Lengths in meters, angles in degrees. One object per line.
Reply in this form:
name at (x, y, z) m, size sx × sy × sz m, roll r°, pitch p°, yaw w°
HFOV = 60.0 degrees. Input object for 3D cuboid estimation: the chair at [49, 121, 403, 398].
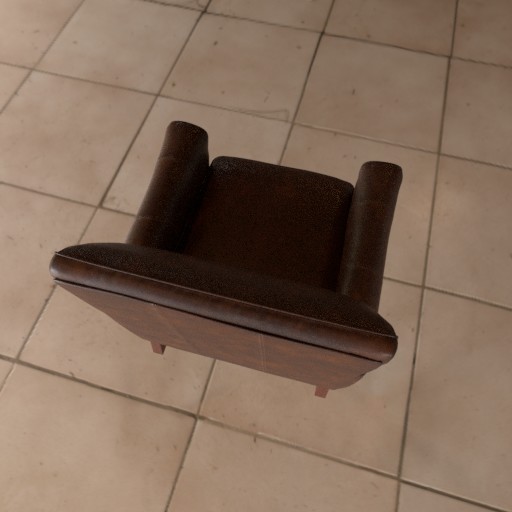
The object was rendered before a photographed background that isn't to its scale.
chair at (0.000, 0.000, 1.562) m, size 0.870 × 0.943 × 0.823 m, roll 13°, pitch 63°, yaw 7°
